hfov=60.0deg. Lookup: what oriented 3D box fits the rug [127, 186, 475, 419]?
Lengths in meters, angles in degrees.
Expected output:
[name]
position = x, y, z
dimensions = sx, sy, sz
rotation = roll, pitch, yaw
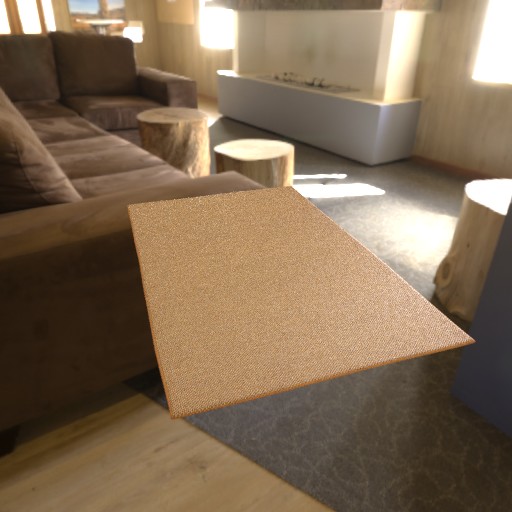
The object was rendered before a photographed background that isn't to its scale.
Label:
[rug]
position = 0.000, 0.000, 2.098
dimensions = 1.078, 0.013, 1.678
rotation = -9, 30, -16
